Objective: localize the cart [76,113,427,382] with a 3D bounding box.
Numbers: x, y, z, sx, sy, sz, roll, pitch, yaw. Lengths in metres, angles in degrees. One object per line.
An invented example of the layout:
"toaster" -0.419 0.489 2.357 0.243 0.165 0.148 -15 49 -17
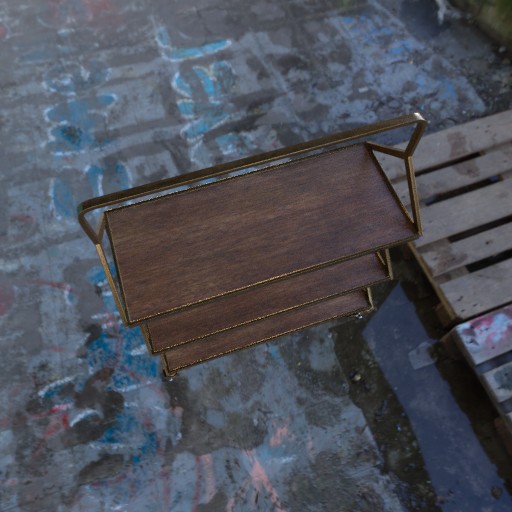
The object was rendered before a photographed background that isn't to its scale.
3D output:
"cart" 0.000 0.000 1.170 0.723 0.805 0.313 -17 65 -8
